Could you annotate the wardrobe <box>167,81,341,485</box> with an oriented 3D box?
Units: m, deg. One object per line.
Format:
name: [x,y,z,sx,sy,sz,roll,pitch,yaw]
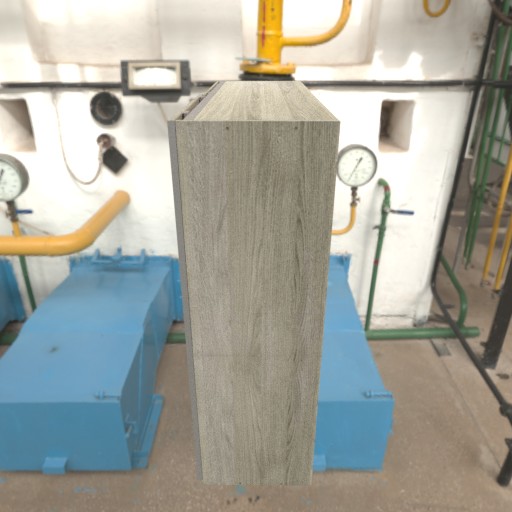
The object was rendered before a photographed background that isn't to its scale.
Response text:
wardrobe: [0.000,0.000,2.829,0.629,1.960,1.780,0,26,0]
